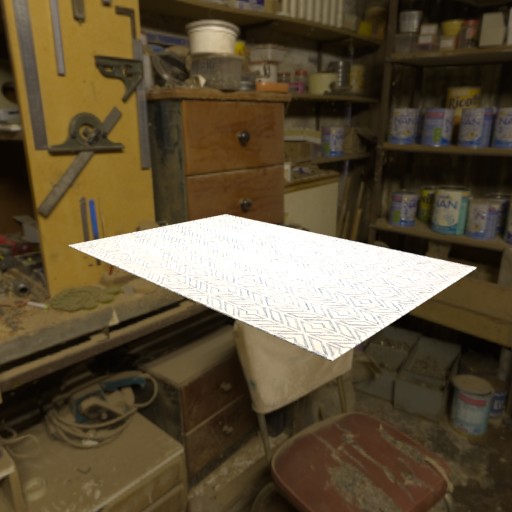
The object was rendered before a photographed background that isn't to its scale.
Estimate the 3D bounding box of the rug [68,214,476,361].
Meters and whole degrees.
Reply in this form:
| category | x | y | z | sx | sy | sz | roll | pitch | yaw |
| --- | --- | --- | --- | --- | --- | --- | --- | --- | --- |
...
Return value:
| category | x | y | z | sx | sy | sz | roll | pitch | yaw |
| --- | --- | --- | --- | --- | --- | --- | --- | --- | --- |
| rug | 0.000 | 0.000 | 2.359 | 1.824 | 0.008 | 1.220 | 16 | 23 | 42 |
